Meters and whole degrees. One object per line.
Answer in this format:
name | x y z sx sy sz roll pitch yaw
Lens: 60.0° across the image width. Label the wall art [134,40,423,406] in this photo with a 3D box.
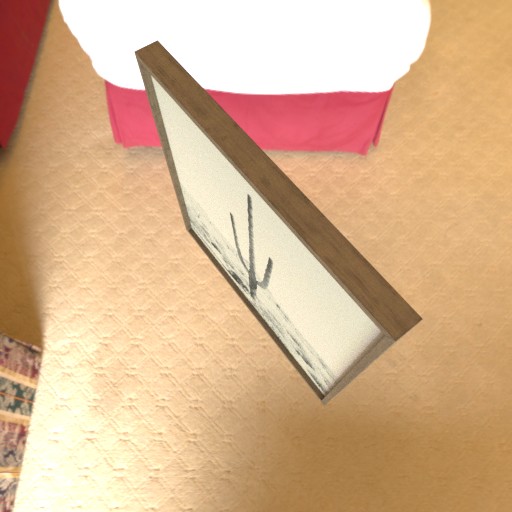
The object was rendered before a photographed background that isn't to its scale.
wall art | 0.000 0.000 0.758 0.038 0.508 0.508 -34 69 -15
